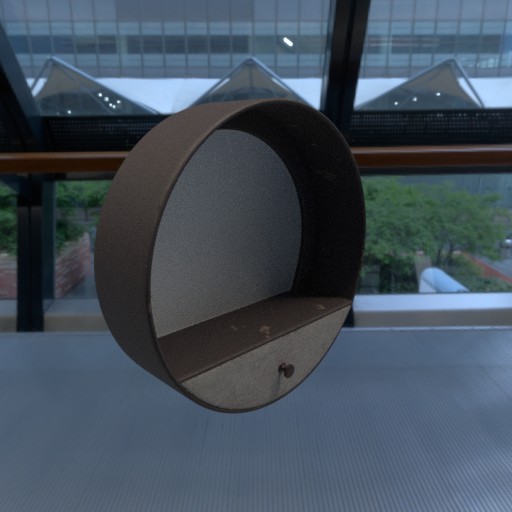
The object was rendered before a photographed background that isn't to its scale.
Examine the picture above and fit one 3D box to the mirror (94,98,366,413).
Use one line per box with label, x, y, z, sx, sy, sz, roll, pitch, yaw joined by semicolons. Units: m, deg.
mirror;0.000;0.000;0.580;0.126;0.386;0.386;14;21;43
